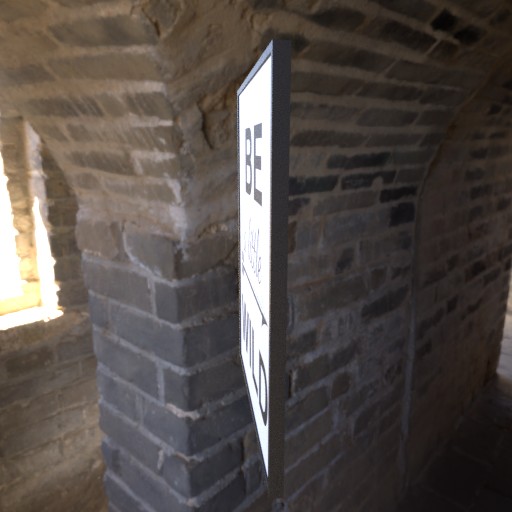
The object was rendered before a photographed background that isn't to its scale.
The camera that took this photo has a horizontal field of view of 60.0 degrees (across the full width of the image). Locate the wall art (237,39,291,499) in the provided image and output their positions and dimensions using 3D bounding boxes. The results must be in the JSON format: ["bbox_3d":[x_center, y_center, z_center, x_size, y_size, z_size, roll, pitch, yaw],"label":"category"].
[{"bbox_3d":[0.000,0.000,1.379,0.038,1.062,0.806,-2,14,-7],"label":"wall art"}]
